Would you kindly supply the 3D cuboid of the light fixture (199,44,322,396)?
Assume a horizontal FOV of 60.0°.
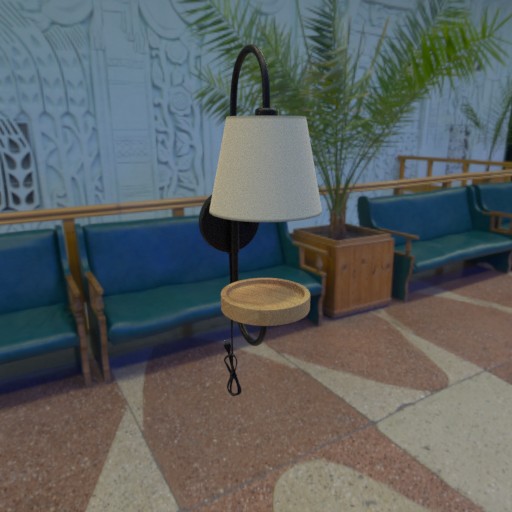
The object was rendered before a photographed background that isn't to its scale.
[{"bbox_3d":[0.000,0.000,0.933,0.220,0.821,0.299,-9,18,-27],"label":"light fixture"}]
